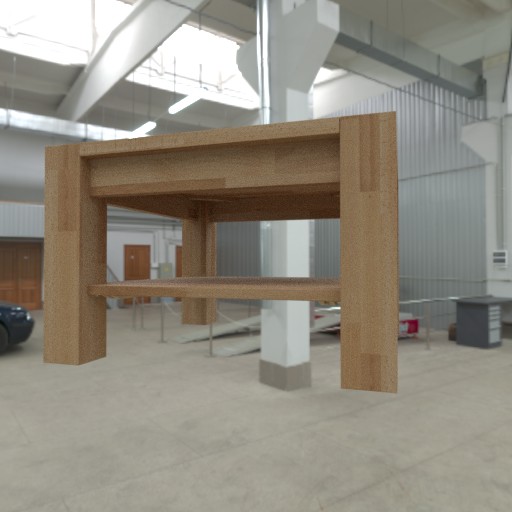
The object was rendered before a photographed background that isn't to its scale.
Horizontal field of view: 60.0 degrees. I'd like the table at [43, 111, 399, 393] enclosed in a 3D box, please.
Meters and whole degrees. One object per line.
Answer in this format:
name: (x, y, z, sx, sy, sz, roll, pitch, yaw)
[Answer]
table: (0.000, 0.000, 1.146, 0.700, 0.451, 0.700, 0, -1, 18)
